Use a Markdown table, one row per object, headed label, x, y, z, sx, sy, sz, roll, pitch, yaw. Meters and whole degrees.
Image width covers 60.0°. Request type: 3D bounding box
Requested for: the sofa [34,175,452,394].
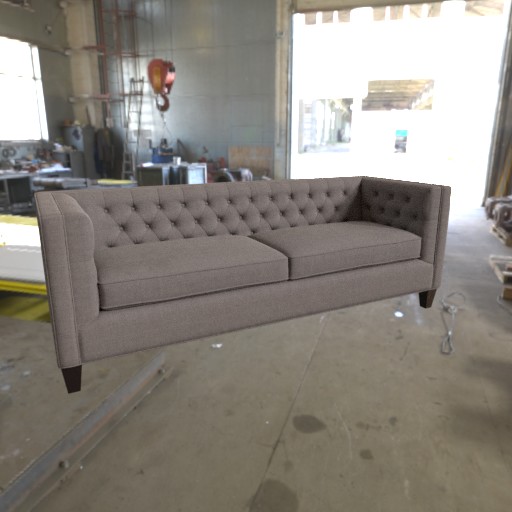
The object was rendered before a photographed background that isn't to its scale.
| label | x | y | z | sx | sy | sz | roll | pitch | yaw |
| --- | --- | --- | --- | --- | --- | --- | --- | --- | --- |
| sofa | 0.000 | 0.000 | 2.502 | 2.159 | 0.762 | 0.775 | -8 | 17 | -26 |
